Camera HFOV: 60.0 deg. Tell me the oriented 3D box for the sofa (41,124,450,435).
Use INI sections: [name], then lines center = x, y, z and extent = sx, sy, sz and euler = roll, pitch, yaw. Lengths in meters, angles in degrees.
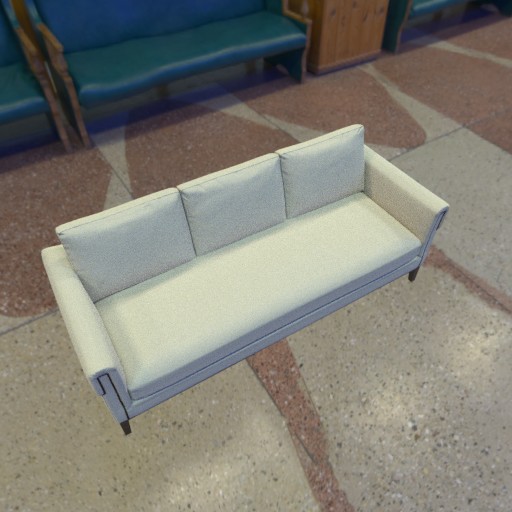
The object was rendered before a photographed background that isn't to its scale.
[sofa]
center = 0.000, 0.000, 2.665
extent = 2.198, 0.911, 0.902
euler = -24, 51, -21
